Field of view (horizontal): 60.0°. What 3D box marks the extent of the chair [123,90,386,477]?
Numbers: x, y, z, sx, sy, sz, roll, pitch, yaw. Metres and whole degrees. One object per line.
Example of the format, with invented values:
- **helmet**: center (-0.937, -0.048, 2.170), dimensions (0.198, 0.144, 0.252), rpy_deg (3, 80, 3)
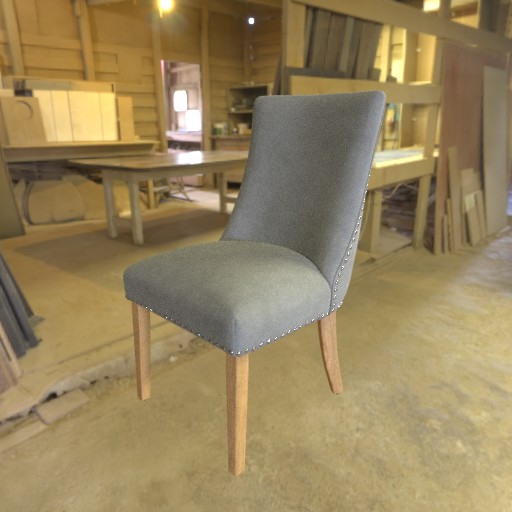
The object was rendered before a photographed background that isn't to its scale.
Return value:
- **chair**: center (0.000, 0.000, 1.280), dimensions (0.610, 0.902, 0.495), rpy_deg (-16, 24, -42)
